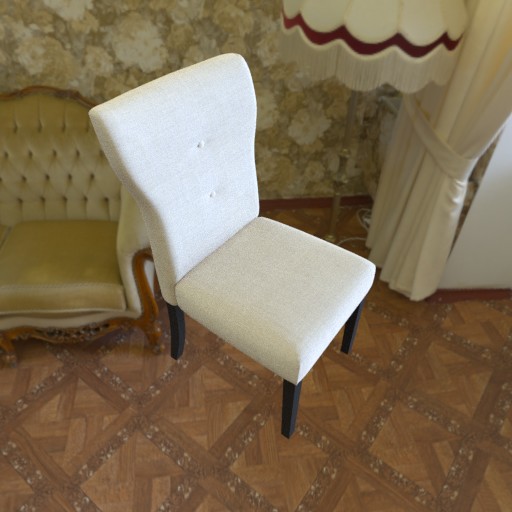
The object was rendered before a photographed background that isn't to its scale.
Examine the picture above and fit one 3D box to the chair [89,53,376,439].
[{"bbox_3d":[0.000,0.000,1.294,0.597,0.921,0.509,26,48,26],"label":"chair"}]
